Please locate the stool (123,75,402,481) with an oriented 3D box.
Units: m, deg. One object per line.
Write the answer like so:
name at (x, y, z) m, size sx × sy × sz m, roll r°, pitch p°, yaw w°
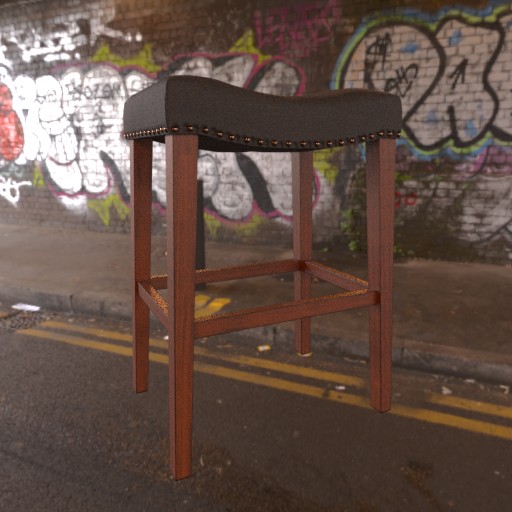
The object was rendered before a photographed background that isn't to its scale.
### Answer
stool at (0.000, 0.000, 0.855) m, size 0.439 × 0.612 × 0.320 m, roll -6°, pitch 15°, yaw -26°
